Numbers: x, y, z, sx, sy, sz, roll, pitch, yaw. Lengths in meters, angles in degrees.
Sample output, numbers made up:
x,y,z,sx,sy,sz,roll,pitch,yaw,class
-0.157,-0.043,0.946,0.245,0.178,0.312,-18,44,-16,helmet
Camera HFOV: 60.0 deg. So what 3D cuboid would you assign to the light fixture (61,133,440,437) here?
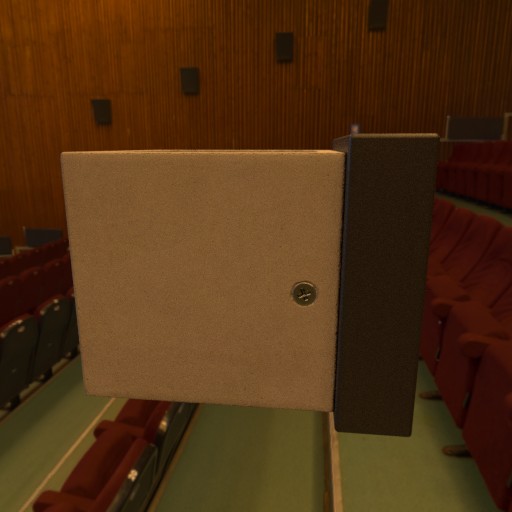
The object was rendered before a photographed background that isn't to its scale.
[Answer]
x,y,z,sx,sy,sz,roll,pitch,yaw,class
0.000,0.000,0.233,0.143,0.121,0.121,2,14,7,light fixture
